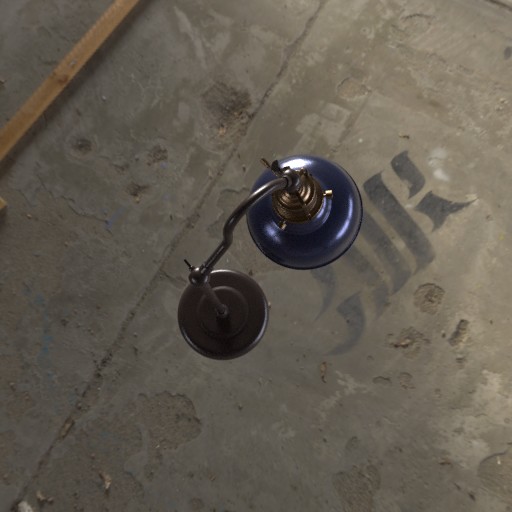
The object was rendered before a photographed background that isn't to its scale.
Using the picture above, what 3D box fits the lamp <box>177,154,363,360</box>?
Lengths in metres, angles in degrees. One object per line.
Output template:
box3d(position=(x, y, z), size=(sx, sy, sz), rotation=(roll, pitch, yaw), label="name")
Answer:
box3d(position=(0.000, 0.000, 0.699), size=(0.374, 0.508, 0.192), rotation=(-41, 79, -9), label="lamp")
